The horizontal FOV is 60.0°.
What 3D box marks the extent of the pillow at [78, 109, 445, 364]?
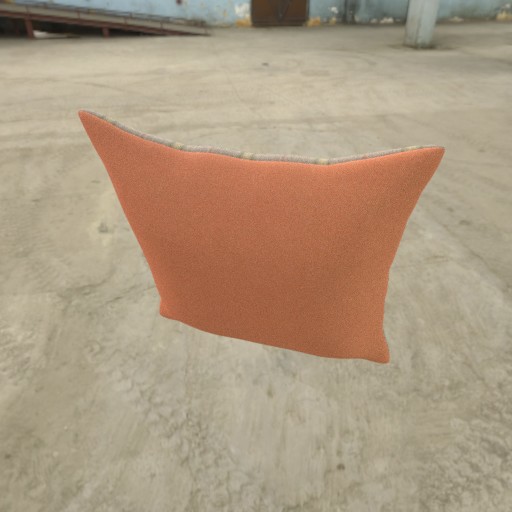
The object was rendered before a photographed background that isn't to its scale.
[{"bbox_3d":[0.000,0.000,0.679,0.453,0.430,0.200,10,34,16],"label":"pillow"}]
